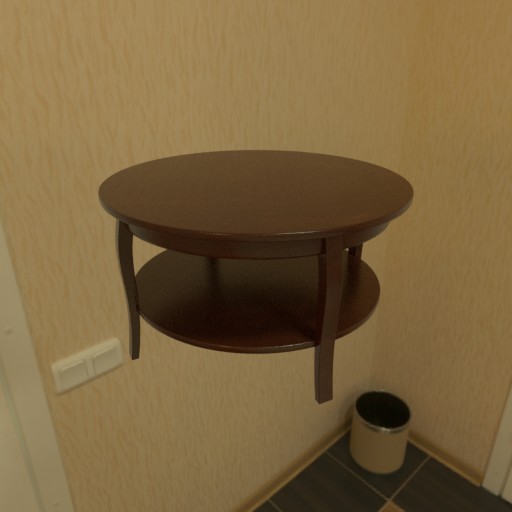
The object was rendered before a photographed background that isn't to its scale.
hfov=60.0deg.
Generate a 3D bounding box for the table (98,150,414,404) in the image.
[{"bbox_3d":[0.000,0.000,1.448,0.911,0.512,0.911,0,24,0],"label":"table"}]
